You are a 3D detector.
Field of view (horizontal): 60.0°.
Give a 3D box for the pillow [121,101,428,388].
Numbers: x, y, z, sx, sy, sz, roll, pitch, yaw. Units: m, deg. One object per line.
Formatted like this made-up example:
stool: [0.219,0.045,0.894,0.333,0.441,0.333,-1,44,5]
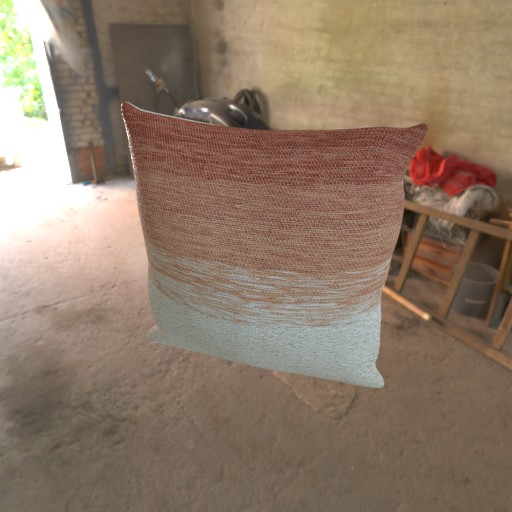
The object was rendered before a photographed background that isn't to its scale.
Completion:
pillow: [0.000,0.000,0.691,0.440,0.441,0.182,9,28,16]
